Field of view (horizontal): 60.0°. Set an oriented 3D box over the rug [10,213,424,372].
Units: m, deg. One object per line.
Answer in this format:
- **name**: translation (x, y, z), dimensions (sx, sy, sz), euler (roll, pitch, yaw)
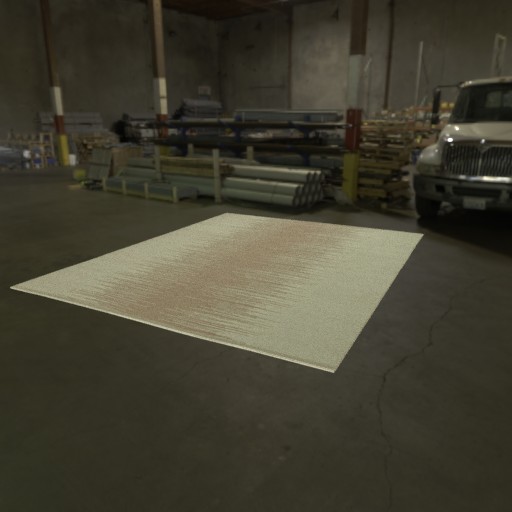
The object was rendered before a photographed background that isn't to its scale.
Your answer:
- **rug**: translation (0.000, 0.000, 3.963), dimensions (2.438, 0.013, 3.048), euler (9, 19, 26)
